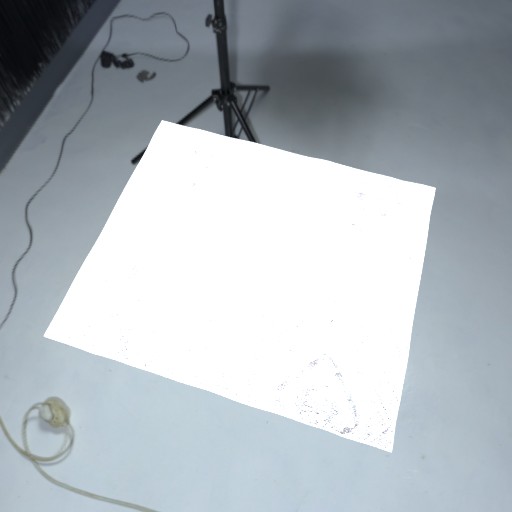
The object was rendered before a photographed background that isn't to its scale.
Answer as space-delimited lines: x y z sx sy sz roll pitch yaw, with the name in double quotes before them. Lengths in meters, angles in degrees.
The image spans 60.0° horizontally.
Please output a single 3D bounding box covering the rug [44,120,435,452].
"rug" 0.000 0.000 0.880 0.639 0.006 0.548 16 64 8
